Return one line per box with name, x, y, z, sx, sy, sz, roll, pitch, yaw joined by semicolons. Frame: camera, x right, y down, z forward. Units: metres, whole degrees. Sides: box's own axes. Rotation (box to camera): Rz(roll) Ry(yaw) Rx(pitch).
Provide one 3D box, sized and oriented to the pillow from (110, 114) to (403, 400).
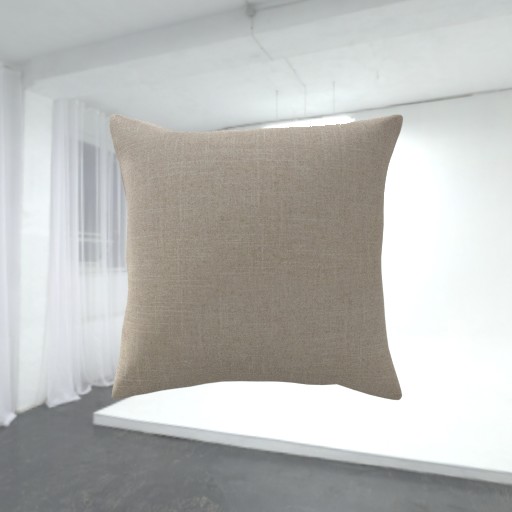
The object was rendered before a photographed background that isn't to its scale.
pillow;0.000;0.000;0.621;0.414;0.399;0.173;0;-2;0
